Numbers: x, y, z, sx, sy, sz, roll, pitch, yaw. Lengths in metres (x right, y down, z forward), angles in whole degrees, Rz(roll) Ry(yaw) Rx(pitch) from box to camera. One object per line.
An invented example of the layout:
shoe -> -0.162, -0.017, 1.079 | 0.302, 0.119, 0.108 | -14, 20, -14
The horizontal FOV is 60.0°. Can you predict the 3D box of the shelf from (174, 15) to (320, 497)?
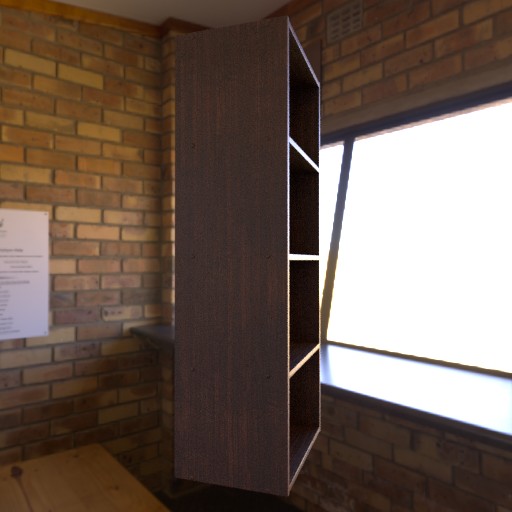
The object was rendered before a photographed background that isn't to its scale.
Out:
shelf -> 0.000, 0.000, 1.251 | 0.290, 1.099, 0.415 | 0, -1, 18
